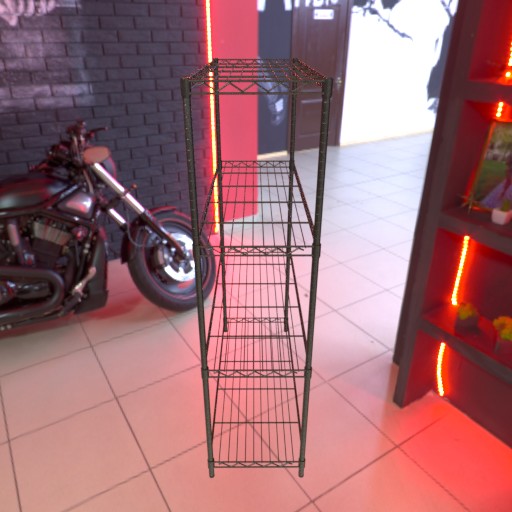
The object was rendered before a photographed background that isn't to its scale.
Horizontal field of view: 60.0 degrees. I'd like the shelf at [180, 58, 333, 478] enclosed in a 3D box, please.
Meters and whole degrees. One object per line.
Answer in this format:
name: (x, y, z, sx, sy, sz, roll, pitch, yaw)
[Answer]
shelf: (0.000, 0.000, 1.716, 0.352, 1.361, 0.907, 0, 27, 0)
